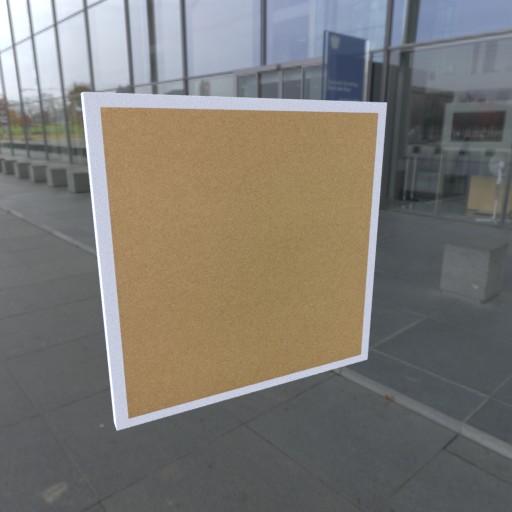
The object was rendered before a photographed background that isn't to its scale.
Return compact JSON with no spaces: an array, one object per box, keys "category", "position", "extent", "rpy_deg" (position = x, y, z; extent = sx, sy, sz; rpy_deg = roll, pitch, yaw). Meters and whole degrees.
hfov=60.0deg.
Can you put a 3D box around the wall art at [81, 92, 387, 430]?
[{"category":"wall art","position":[0.000,0.000,1.136],"extent":[0.763,0.761,0.038],"rpy_deg":[-8,18,-26]}]
